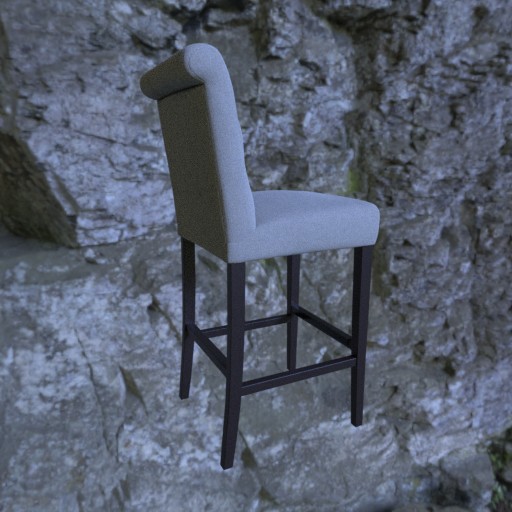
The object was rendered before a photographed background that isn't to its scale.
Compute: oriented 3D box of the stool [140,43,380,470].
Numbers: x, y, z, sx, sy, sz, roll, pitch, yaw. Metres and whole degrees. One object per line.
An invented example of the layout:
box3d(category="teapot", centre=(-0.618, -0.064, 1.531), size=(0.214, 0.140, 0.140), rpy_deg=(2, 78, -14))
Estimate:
box3d(category="stool", centre=(0.000, 0.000, 1.427), size=(0.601, 1.140, 0.493), rpy_deg=(-7, 15, -26))
